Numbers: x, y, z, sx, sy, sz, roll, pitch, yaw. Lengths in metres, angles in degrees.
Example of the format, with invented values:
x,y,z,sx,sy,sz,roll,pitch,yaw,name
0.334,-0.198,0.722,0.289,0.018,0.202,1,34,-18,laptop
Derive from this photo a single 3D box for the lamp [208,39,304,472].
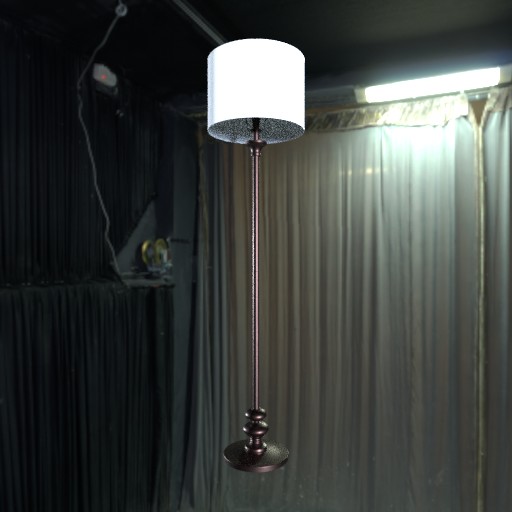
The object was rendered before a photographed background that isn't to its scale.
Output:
x,y,z,sx,sy,sz,roll,pitch,yaw,name
0.000,0.000,1.643,0.356,1.487,0.356,0,0,18,lamp
